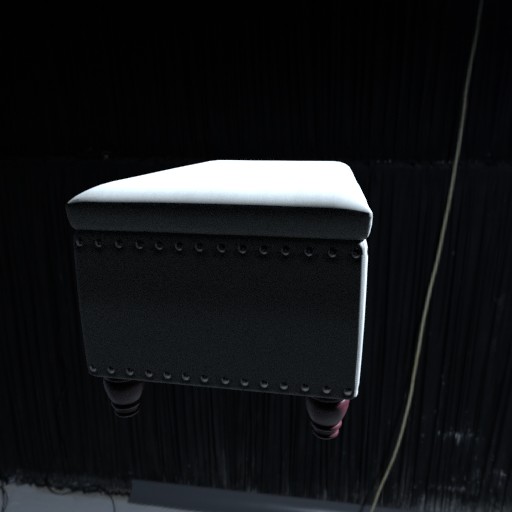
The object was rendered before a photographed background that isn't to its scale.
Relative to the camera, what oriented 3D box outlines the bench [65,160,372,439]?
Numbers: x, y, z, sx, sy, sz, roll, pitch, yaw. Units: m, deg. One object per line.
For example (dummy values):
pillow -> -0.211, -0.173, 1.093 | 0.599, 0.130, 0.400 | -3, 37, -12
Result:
bench -> 0.000, 0.000, 1.164 | 0.500, 0.449, 0.887 | 3, 15, 9
